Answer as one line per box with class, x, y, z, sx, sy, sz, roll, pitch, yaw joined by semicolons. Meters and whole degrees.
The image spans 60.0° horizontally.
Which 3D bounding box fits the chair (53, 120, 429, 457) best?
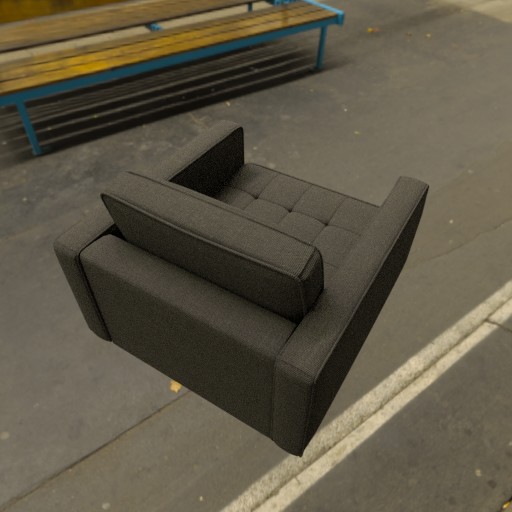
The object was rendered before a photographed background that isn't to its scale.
chair;0.000;0.000;1.567;0.899;0.770;0.919;24;49;22
